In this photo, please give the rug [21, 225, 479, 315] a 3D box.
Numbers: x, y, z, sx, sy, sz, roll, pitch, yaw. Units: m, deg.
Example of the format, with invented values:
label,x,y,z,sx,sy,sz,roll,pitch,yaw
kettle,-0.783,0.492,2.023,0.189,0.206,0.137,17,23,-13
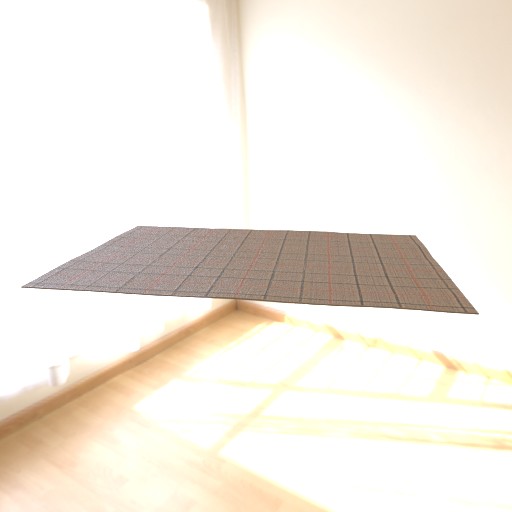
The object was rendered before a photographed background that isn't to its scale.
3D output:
label,x,y,z,sx,sy,sz,roll,pitch,yaw
rug,0.000,0.000,2.320,1.829,0.013,1.220,2,17,8
